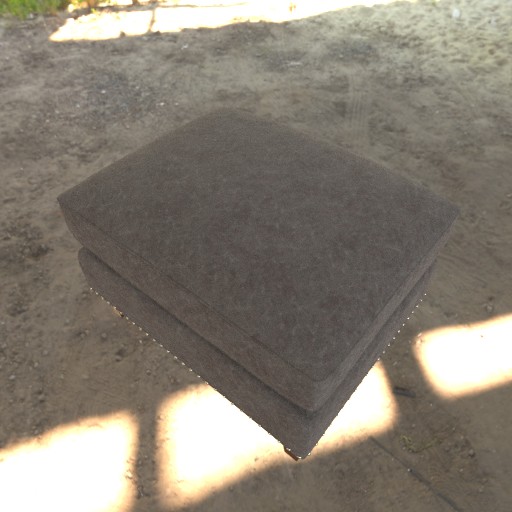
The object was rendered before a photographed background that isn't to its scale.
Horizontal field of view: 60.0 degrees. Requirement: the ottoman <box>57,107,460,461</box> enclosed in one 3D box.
[{"bbox_3d":[0.000,0.000,1.124,0.741,0.513,0.584,31,53,26],"label":"ottoman"}]
